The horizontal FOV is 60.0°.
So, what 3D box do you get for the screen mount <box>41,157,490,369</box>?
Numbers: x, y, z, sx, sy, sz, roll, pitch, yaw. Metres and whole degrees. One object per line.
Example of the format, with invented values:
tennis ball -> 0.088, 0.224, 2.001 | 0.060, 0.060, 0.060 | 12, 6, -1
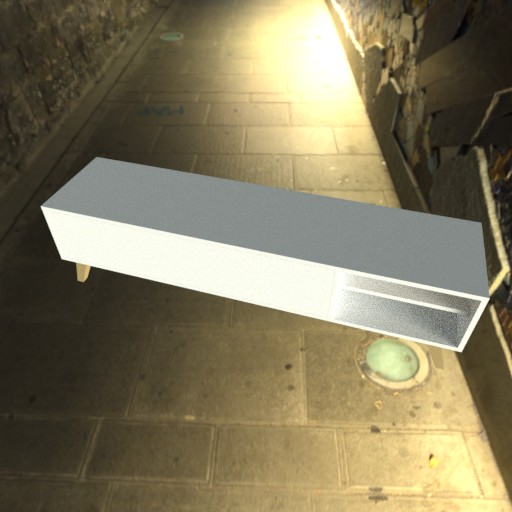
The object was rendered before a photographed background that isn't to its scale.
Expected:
screen mount -> 0.000, 0.000, 1.843 | 1.644, 0.432, 0.399 | 12, 44, 13
